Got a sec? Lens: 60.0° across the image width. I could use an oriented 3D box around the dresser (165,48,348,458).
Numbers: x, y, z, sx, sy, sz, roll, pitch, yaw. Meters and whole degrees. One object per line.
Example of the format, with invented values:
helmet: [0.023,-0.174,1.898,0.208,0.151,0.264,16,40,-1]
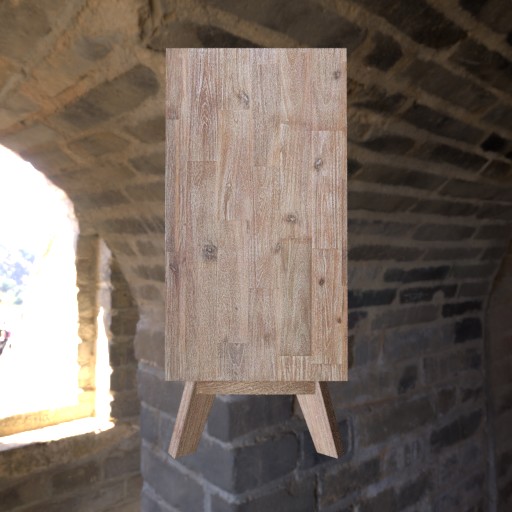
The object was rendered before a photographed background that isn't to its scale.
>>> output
dresser: [0.000,0.000,1.604,0.455,1.029,0.998,0,-1,0]
